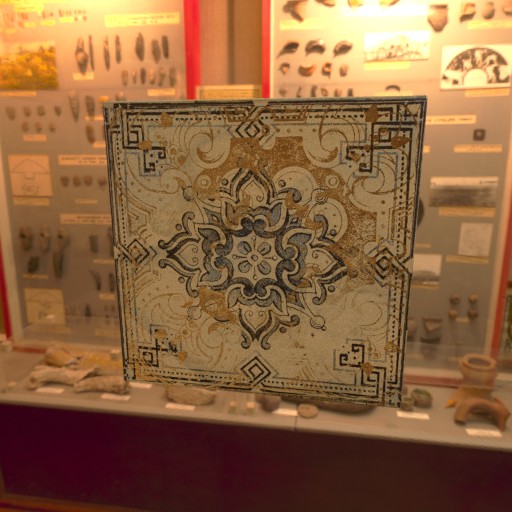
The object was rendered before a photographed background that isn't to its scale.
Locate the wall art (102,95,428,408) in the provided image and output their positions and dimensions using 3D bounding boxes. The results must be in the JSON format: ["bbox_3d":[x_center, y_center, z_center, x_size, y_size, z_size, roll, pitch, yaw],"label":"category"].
[{"bbox_3d":[0.000,0.000,0.905,0.609,0.607,0.036,3,14,10],"label":"wall art"}]
